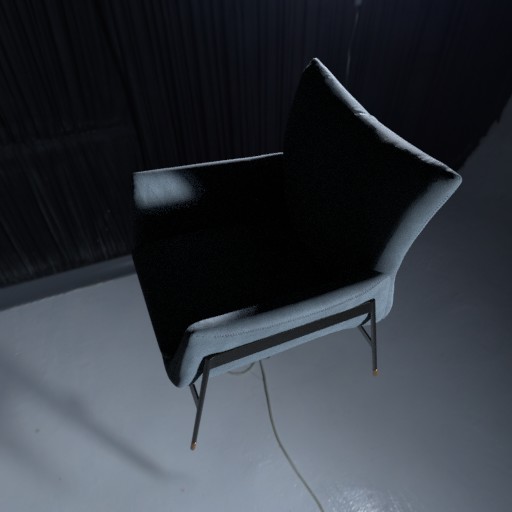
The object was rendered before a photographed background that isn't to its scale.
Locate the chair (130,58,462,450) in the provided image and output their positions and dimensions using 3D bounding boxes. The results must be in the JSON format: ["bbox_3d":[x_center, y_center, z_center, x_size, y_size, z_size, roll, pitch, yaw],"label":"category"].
[{"bbox_3d":[0.000,0.000,1.363,0.709,0.858,0.678,-17,48,-15],"label":"chair"}]
